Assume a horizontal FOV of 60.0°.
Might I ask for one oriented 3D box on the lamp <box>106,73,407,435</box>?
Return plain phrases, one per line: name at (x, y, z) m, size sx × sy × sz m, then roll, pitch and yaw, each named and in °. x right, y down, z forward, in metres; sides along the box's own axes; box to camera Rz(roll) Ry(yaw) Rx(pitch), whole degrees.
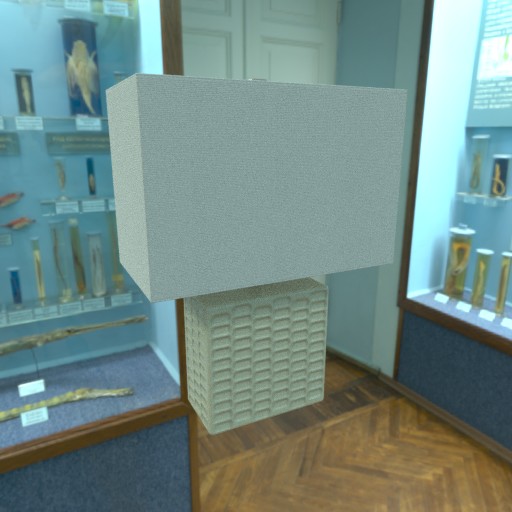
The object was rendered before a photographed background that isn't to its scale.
lamp at (0.000, 0.000, 0.692) m, size 0.380 × 0.515 × 0.200 m, roll -8°, pitch 17°, yaw -26°
